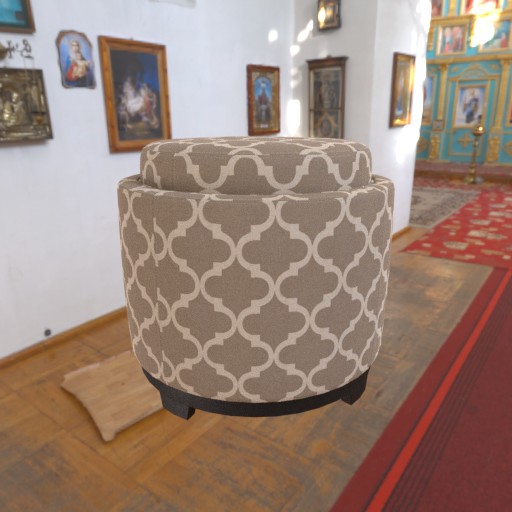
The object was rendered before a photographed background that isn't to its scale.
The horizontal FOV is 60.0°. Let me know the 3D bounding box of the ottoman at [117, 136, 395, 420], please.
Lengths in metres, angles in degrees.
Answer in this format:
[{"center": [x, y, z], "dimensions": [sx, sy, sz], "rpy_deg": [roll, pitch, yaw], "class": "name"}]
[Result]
[{"center": [0.000, 0.000, 0.828], "dimensions": [0.480, 0.429, 0.480], "rpy_deg": [0, 17, 0], "class": "ottoman"}]
